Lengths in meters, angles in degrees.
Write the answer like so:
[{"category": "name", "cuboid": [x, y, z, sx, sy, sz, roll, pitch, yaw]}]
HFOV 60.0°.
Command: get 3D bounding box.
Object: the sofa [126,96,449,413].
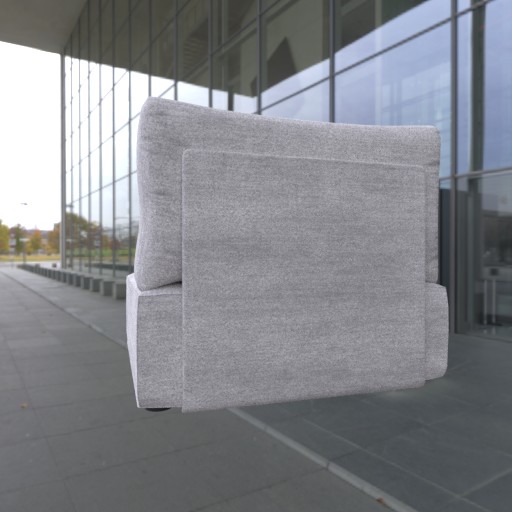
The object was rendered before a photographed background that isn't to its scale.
[{"category": "sofa", "cuboid": [0.000, 0.000, 1.691, 0.930, 0.820, 1.000, 0, 0, -18]}]
